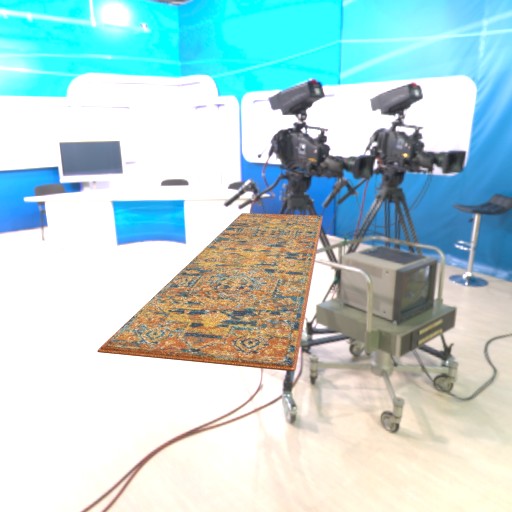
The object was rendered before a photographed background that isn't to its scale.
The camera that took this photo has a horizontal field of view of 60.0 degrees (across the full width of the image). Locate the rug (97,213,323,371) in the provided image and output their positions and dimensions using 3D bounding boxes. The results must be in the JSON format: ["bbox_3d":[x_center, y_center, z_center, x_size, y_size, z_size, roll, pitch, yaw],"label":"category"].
[{"bbox_3d":[0.000,0.000,2.458,0.651,0.016,2.274,3,17,10],"label":"rug"}]
